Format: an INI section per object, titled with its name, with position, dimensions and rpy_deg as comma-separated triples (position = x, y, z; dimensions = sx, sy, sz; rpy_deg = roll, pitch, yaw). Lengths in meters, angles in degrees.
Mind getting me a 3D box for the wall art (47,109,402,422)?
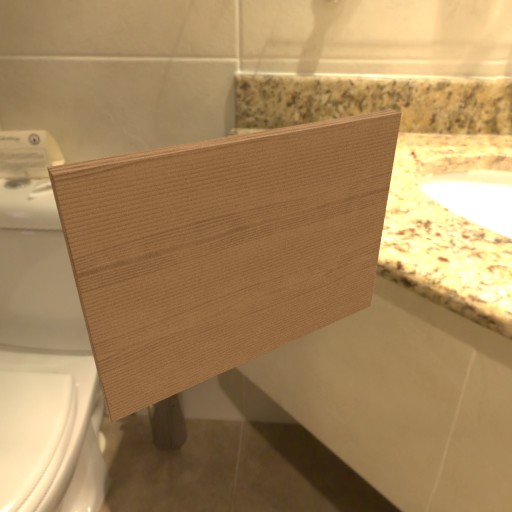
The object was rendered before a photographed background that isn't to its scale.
[wall art]
position = 0.000, 0.000, 1.104
dimensions = 0.841, 0.609, 0.063
rpy_deg = -18, 35, -28
